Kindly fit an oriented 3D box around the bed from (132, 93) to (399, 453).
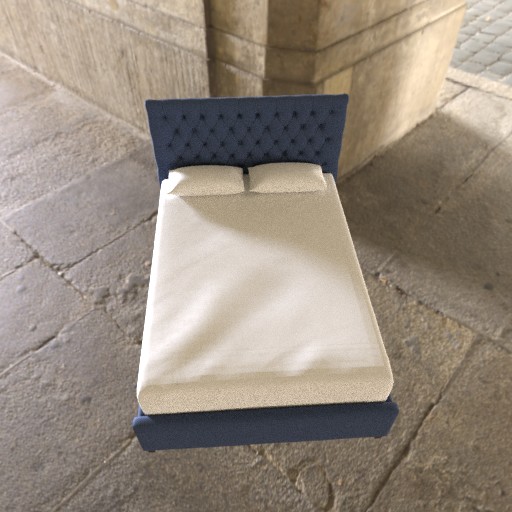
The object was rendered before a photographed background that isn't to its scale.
[{"bbox_3d":[0.000,0.000,3.394,1.706,1.427,2.387,-3,47,-2],"label":"bed"}]
